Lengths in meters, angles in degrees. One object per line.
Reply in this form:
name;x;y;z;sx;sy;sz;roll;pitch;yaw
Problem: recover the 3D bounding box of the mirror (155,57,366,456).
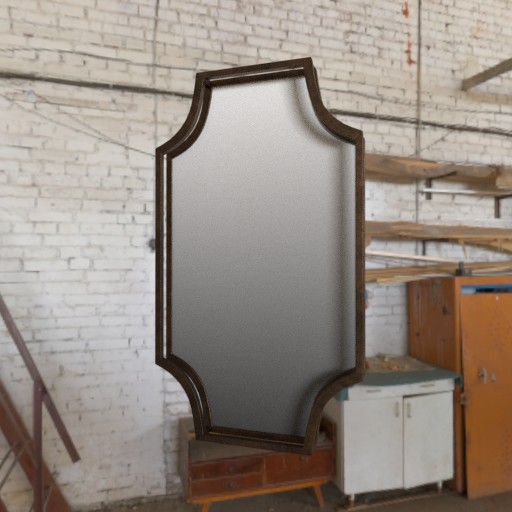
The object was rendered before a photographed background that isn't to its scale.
mirror;0.000;0.000;0.971;0.462;0.811;0.066;0;0;18
